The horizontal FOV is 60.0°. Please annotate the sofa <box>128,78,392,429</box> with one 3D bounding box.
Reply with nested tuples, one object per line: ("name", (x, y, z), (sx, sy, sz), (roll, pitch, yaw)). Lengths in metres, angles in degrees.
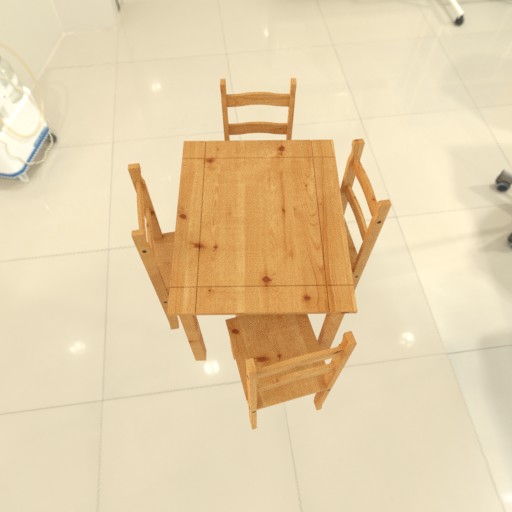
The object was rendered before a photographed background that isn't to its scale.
("sofa", (0.000, 0.000, 2.295), (1.144, 1.000, 1.529), (-1, 59, 0))
